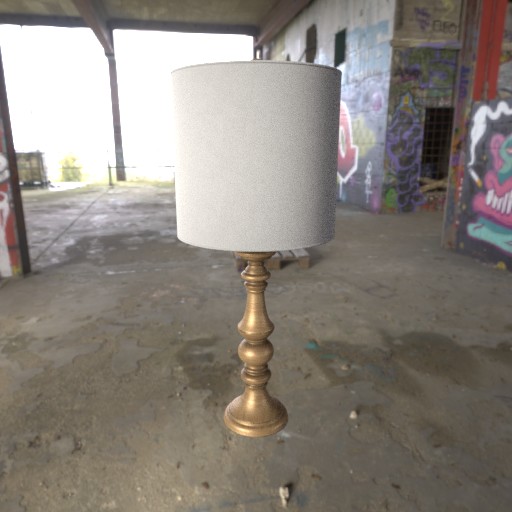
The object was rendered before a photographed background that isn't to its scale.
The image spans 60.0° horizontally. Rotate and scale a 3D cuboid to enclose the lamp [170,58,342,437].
[{"bbox_3d":[0.000,0.000,0.724,0.250,0.597,0.250,2,15,8],"label":"lamp"}]
